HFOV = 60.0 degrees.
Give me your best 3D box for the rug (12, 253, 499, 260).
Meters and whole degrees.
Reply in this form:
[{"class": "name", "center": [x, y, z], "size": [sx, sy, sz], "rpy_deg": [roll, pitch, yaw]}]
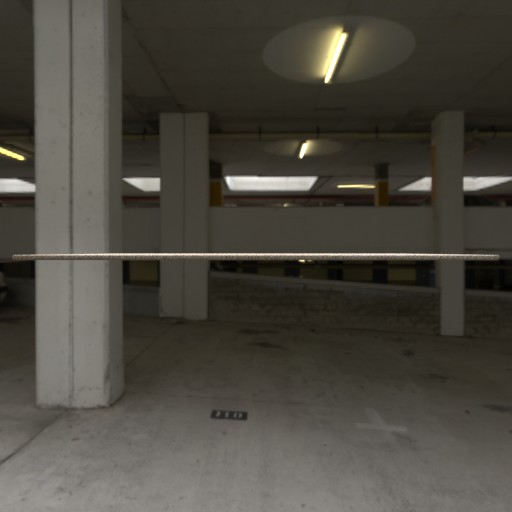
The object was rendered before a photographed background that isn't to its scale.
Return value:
[{"class": "rug", "center": [0.000, 0.000, 2.885], "size": [2.346, 0.025, 1.500], "rpy_deg": [0, 1, 1]}]
